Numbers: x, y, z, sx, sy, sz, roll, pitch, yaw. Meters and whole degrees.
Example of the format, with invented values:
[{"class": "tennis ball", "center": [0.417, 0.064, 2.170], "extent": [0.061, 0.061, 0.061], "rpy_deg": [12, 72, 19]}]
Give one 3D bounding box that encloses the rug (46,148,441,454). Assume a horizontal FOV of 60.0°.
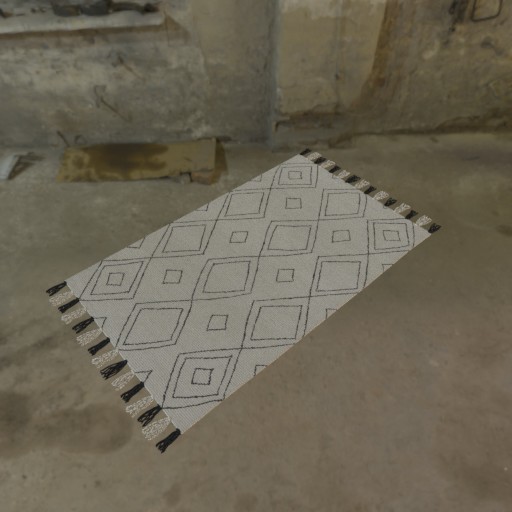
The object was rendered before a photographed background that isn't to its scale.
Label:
[{"class": "rug", "center": [0.000, 0.000, 3.404], "extent": [2.755, 0.021, 1.524], "rpy_deg": [-33, 55, -27]}]
